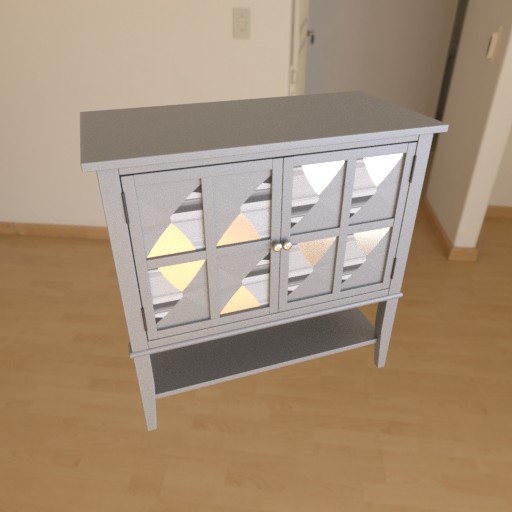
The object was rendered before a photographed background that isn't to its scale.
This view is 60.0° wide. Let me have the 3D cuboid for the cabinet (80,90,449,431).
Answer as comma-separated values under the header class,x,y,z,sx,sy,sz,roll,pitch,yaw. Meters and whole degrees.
class,x,y,z,sx,sy,sz,roll,pitch,yaw
cabinet,0.000,0.000,1.269,0.801,0.780,0.396,-10,33,-16
